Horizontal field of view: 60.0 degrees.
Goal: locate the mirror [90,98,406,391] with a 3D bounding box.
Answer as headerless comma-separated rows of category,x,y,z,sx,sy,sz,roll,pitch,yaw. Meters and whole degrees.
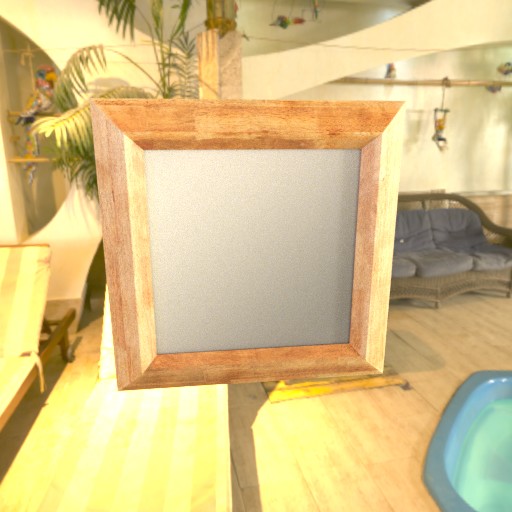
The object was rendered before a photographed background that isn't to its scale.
mirror,0.000,0.000,0.971,0.651,0.651,0.047,-2,16,-7
